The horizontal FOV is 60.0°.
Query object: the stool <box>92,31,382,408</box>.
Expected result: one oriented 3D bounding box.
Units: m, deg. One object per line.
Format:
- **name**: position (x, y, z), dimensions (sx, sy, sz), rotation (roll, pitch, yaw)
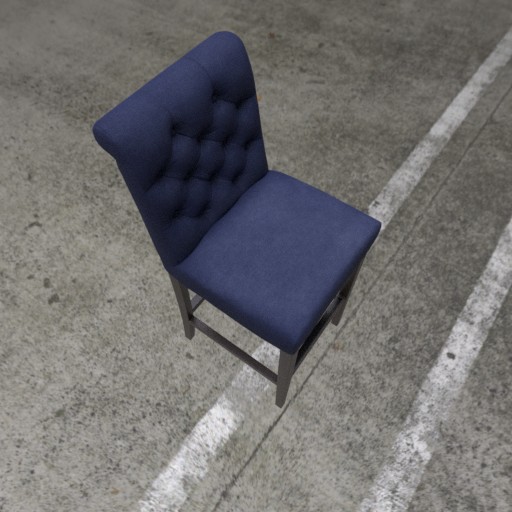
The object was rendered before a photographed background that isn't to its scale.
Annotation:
- **stool**: position (0.000, 0.000, 1.442), dimensions (0.601, 1.140, 0.493), rotation (32, 63, 18)
